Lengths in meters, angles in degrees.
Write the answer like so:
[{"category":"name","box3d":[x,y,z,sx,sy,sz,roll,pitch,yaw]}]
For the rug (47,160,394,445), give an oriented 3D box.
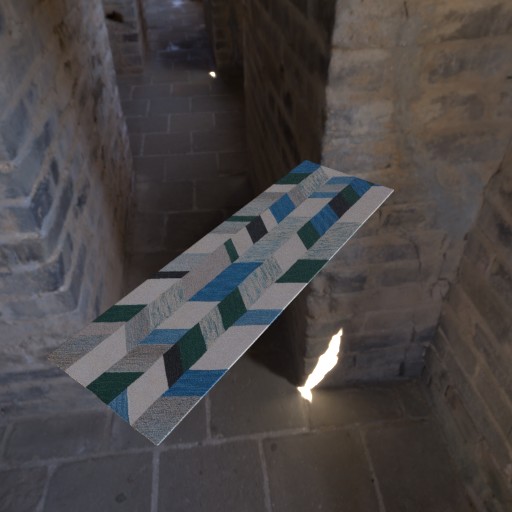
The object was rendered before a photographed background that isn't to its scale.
[{"category":"rug","box3d":[0.000,0.000,2.743,0.774,0.008,2.437,26,47,27]}]
